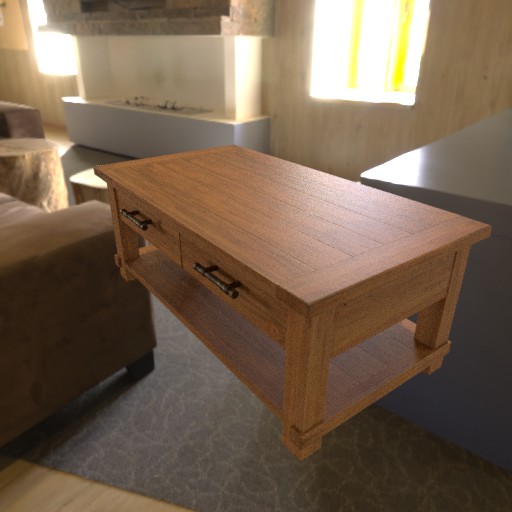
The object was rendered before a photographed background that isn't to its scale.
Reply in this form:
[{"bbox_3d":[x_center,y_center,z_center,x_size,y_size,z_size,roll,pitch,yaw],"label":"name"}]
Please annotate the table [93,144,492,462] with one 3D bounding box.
[{"bbox_3d":[0.000,0.000,1.599,0.693,0.494,1.270,-18,32,-32],"label":"table"}]
